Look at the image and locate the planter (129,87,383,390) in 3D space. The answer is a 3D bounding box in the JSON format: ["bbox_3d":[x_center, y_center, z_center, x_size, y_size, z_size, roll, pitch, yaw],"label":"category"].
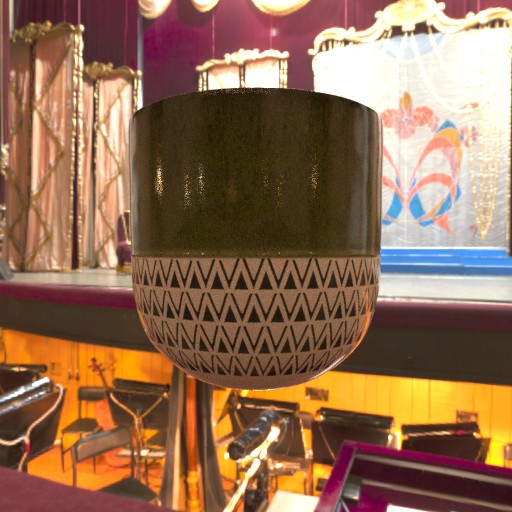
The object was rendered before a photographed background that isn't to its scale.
[{"bbox_3d":[0.000,0.000,0.483,0.266,0.270,0.266,0,1,0],"label":"planter"}]
